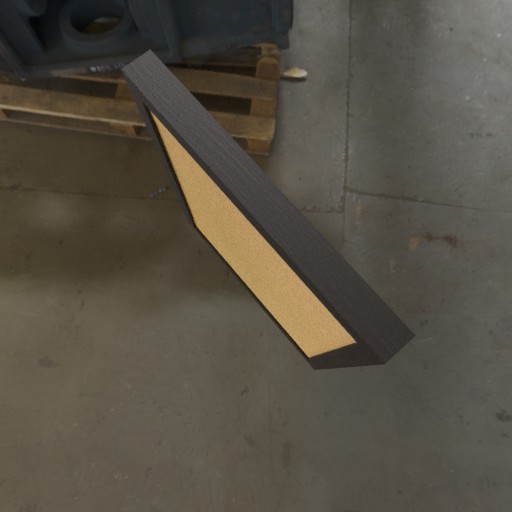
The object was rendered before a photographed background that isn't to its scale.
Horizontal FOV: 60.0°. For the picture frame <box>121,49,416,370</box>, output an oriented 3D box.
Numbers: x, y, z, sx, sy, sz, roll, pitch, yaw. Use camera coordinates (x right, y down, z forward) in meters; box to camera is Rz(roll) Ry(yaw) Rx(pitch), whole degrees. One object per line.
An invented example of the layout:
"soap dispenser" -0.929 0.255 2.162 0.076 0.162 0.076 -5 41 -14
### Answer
"picture frame" 0.000 0.000 0.761 0.044 0.555 0.452 -39 78 -10
